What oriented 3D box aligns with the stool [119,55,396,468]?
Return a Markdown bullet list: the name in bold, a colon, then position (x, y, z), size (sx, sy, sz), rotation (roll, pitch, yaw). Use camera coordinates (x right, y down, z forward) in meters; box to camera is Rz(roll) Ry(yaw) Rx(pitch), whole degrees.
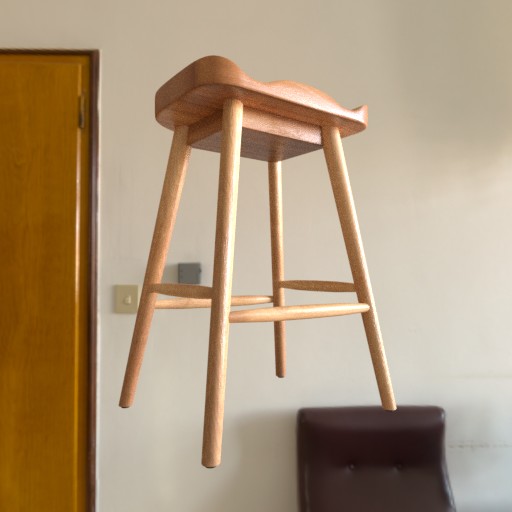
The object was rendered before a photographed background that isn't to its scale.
- **stool**: position (0.000, 0.000, 0.900), size (0.440, 0.615, 0.361), rotation (1, -2, -37)
